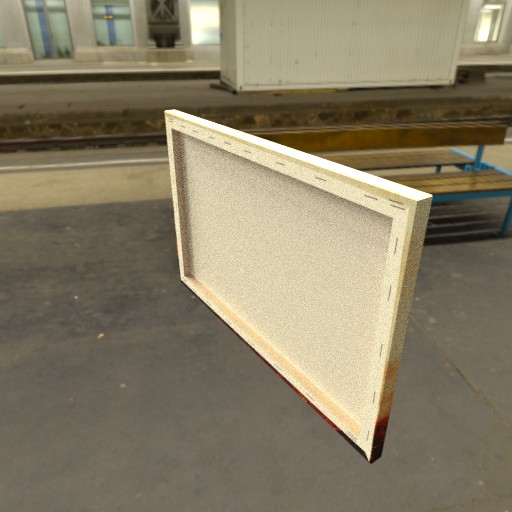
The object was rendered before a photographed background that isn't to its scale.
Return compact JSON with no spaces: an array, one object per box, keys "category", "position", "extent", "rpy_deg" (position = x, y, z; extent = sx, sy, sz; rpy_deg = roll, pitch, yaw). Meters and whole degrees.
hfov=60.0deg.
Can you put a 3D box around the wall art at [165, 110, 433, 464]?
[{"category":"wall art","position":[0.000,0.000,1.152],"extent":[0.038,0.602,0.918],"rpy_deg":[-18,33,-30]}]
